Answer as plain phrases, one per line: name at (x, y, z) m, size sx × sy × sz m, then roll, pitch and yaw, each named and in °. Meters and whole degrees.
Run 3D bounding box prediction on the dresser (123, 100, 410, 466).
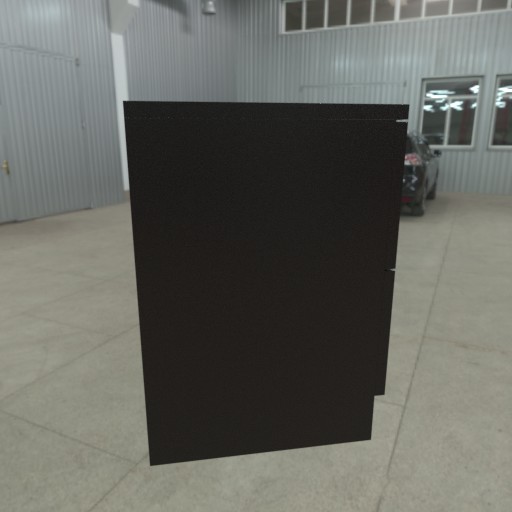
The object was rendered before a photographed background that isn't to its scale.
dresser at (0.000, 0.000, 0.758) m, size 0.360 × 0.470 × 0.400 m, roll -3°, pitch 15°, yaw -9°
